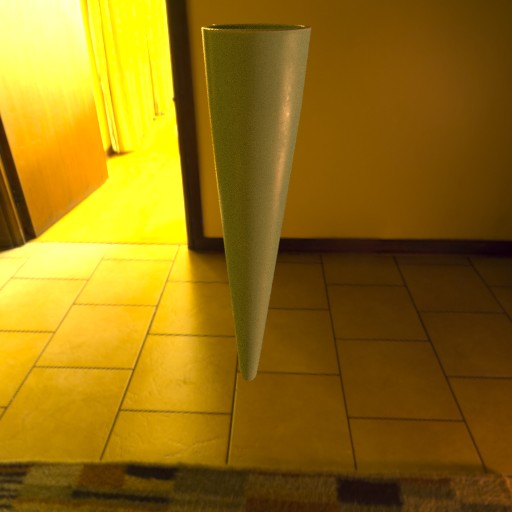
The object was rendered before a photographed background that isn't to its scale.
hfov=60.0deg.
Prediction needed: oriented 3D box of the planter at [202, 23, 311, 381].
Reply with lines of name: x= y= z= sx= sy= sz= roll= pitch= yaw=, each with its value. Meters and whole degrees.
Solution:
planter: x=0.000 y=0.000 z=0.289 sx=0.054 sy=0.268 sz=0.055 roll=-10 pitch=33 yaw=-15
